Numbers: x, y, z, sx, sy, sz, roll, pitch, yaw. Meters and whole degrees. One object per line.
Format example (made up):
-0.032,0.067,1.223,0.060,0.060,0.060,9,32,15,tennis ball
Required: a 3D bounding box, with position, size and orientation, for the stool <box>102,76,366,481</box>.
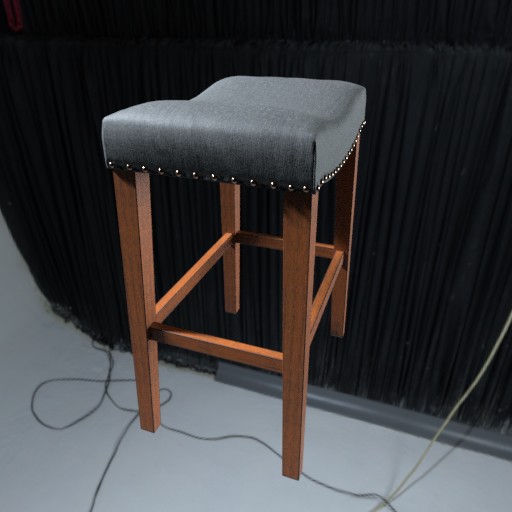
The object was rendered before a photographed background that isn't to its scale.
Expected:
0.000,0.000,0.854,0.320,0.612,0.439,10,30,18,stool
